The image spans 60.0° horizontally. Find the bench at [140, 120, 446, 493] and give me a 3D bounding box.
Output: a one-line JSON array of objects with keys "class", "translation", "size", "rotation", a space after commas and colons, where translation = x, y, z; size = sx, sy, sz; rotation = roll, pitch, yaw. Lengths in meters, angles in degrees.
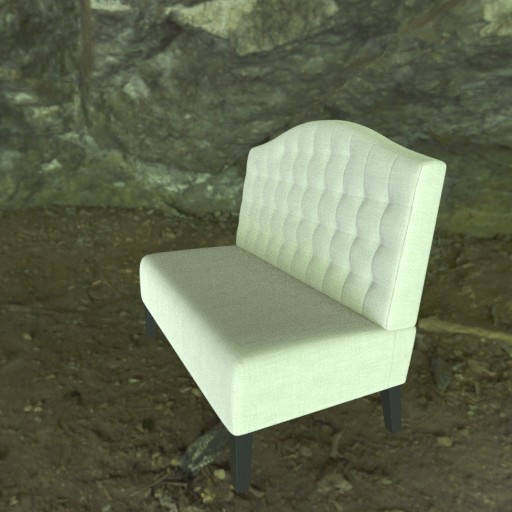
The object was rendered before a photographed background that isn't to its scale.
[{"class": "bench", "translation": [0.000, 0.000, 2.003], "size": [0.815, 1.180, 1.335], "rotation": [-8, 18, -25]}]
